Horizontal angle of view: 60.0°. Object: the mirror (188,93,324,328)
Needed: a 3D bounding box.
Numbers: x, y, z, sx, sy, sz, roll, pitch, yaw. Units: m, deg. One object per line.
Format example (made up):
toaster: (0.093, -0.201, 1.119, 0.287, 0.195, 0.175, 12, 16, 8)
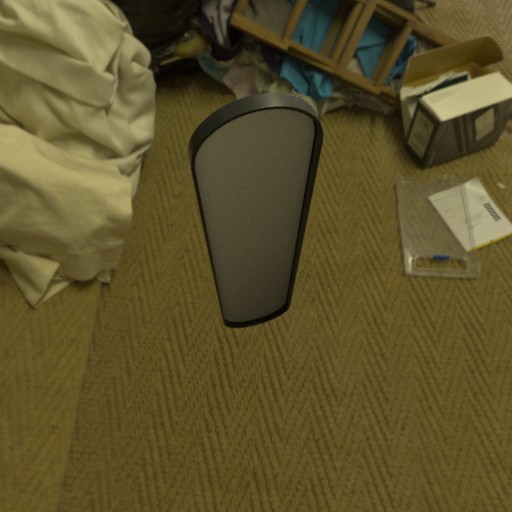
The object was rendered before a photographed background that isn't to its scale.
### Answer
mirror: (0.000, 0.000, 1.076, 0.222, 0.991, 0.032, -14, 64, -7)
